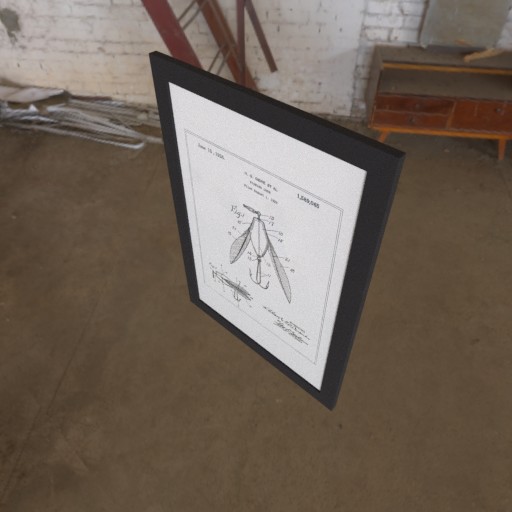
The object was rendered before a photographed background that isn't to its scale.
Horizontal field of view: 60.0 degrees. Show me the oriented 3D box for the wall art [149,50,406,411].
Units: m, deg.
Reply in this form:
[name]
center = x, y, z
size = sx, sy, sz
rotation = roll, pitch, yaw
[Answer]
[wall art]
center = 0.000, 0.000, 0.704
size = 0.380, 0.534, 0.013
rotation = 33, 54, 28
